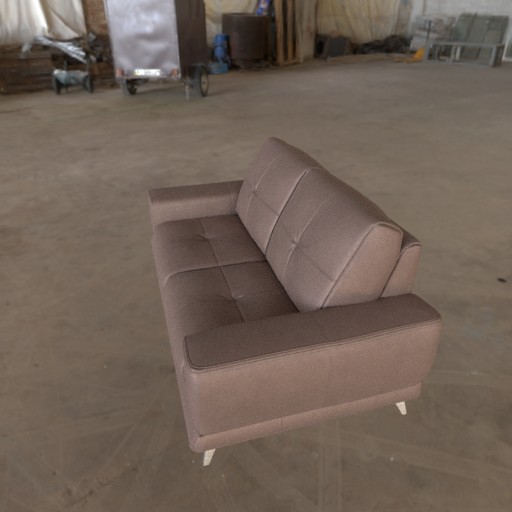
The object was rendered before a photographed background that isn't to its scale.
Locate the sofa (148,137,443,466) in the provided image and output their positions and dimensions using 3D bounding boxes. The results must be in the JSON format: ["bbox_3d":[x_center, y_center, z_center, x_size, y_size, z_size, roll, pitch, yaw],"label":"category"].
[{"bbox_3d":[0.000,0.000,2.351,1.018,0.907,1.806,-8,30,-14],"label":"sofa"}]
